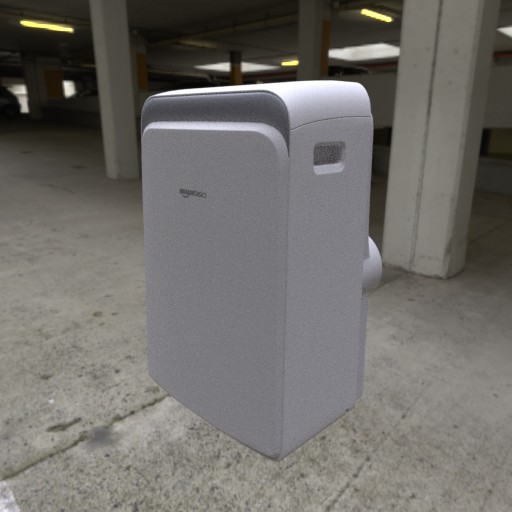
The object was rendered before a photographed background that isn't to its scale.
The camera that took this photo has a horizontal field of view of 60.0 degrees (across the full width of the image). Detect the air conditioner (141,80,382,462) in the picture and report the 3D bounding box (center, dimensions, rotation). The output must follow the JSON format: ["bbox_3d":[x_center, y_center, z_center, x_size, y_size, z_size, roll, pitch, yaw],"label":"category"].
[{"bbox_3d":[0.000,0.000,0.961,0.454,0.700,0.365,16,23,41],"label":"air conditioner"}]
